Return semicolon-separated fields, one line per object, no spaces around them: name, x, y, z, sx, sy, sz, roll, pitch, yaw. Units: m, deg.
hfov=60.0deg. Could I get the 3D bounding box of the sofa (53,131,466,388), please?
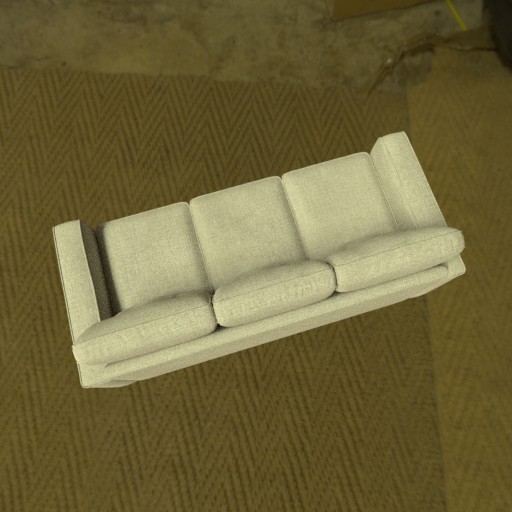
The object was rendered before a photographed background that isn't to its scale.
sofa;0.000;0.000;2.601;2.133;0.965;0.939;-16;75;-5
